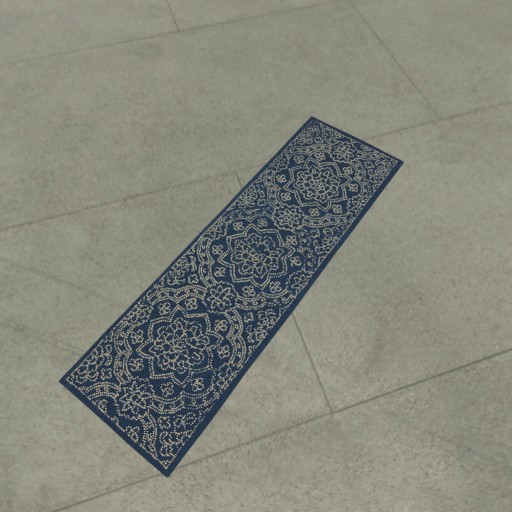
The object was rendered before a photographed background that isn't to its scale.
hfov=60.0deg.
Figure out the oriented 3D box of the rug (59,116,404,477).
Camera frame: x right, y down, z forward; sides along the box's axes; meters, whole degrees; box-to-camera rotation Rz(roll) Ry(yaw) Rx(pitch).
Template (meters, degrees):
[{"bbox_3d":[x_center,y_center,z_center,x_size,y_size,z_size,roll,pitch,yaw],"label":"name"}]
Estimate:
[{"bbox_3d":[0.000,0.000,2.695,0.769,0.012,2.448,32,65,17],"label":"rug"}]
